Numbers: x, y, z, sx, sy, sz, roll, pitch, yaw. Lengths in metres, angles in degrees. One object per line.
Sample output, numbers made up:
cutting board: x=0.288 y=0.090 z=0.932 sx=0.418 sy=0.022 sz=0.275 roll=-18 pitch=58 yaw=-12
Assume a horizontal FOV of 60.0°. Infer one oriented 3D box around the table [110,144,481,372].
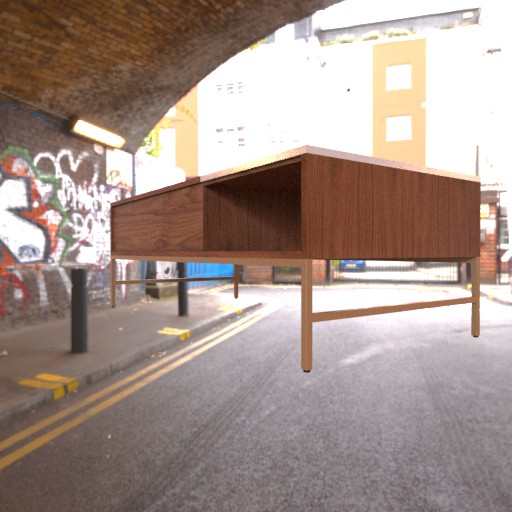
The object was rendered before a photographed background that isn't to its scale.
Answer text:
table: x=0.000 y=0.000 z=1.928 sx=0.789 sy=0.551 sz=1.553 roll=0 pitch=1 yaw=-35
